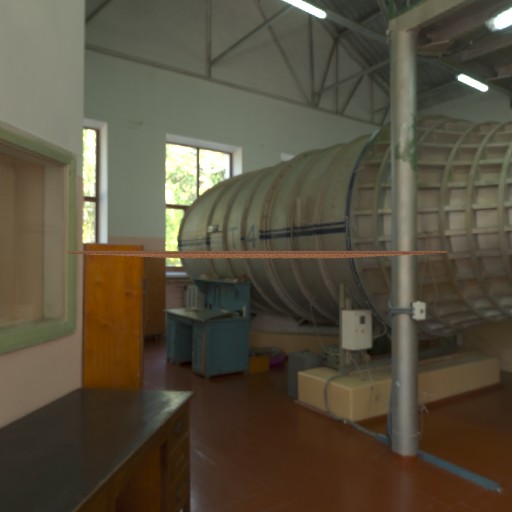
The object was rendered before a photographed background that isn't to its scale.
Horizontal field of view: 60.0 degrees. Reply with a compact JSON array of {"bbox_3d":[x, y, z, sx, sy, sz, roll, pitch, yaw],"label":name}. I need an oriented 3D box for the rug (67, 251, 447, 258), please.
[{"bbox_3d":[0.000,0.000,2.327,1.219,0.008,1.829,0,-1,0],"label":"rug"}]
